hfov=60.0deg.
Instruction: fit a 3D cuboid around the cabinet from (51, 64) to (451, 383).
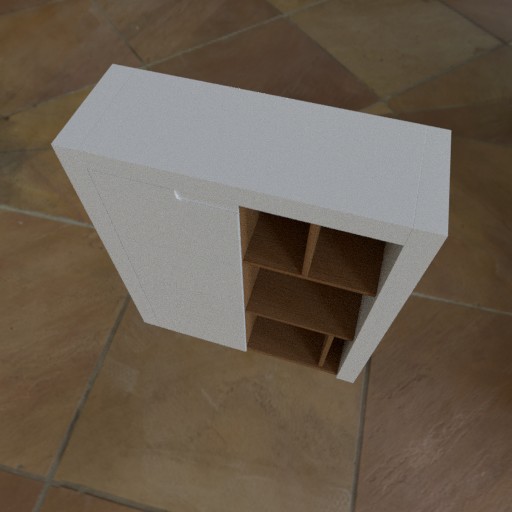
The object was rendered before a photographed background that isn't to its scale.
[{"bbox_3d":[0.000,0.000,1.630,0.990,1.150,0.348,14,59,9],"label":"cabinet"}]
